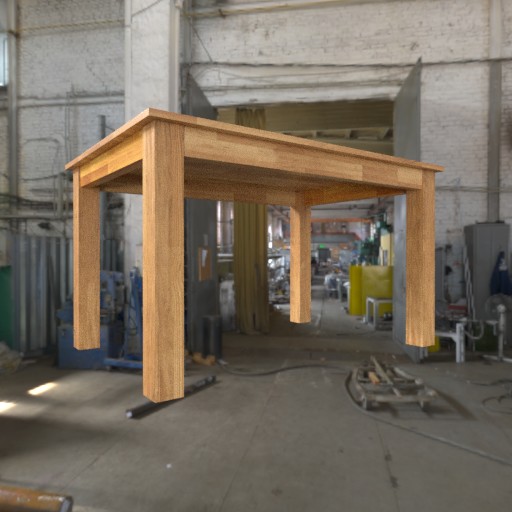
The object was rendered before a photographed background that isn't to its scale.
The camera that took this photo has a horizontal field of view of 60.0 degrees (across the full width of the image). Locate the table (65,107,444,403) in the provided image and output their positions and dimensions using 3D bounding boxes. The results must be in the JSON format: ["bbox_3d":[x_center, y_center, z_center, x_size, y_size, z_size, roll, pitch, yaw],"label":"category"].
[{"bbox_3d":[0.000,0.000,1.850,1.300,0.750,0.900,0,0,-36],"label":"table"}]
